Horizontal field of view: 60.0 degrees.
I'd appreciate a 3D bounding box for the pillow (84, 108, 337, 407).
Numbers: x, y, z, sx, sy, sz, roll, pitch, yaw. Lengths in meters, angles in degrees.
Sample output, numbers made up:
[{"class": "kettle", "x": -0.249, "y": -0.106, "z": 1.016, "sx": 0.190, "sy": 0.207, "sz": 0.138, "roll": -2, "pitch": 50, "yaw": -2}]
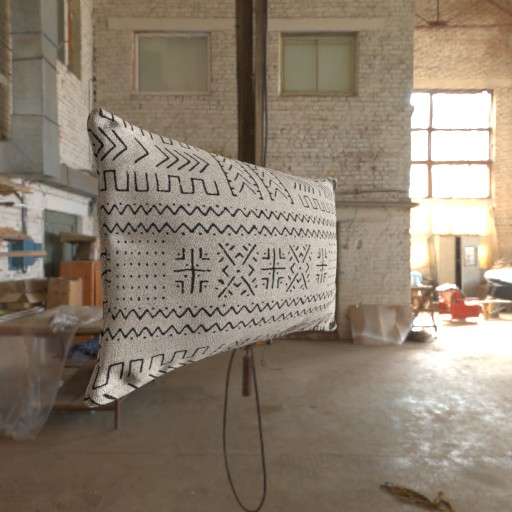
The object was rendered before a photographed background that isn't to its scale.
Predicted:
[{"class": "pillow", "x": 0.000, "y": 0.000, "z": 0.762, "sx": 0.188, "sy": 0.352, "sz": 0.637, "roll": 1, "pitch": 1, "yaw": 36}]
